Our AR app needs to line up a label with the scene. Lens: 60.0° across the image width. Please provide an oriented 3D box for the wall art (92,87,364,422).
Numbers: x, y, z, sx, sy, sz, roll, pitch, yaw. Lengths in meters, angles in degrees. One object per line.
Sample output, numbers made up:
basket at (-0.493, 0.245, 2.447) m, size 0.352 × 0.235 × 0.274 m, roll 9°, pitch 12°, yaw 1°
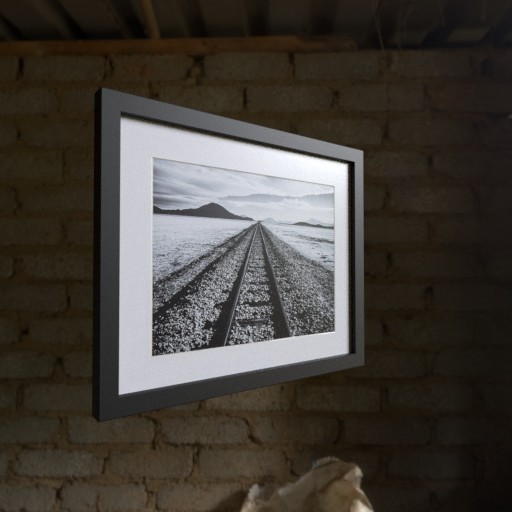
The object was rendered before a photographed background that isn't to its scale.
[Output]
wall art at (0.000, 0.000, 0.785) m, size 0.559 × 0.458 × 0.029 m, roll 1°, pitch -2°, yaw -38°
